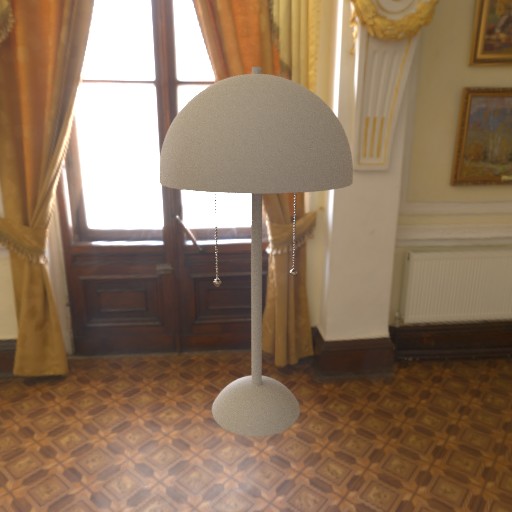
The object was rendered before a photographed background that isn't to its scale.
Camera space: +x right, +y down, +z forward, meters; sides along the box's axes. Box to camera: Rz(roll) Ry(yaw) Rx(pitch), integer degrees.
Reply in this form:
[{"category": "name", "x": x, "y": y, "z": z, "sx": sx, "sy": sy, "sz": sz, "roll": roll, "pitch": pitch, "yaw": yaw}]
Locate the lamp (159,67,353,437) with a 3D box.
[{"category": "lamp", "x": 0.000, "y": 0.000, "z": 0.419, "sx": 0.171, "sy": 0.330, "sz": 0.171, "roll": 0, "pitch": 16, "yaw": 0}]
